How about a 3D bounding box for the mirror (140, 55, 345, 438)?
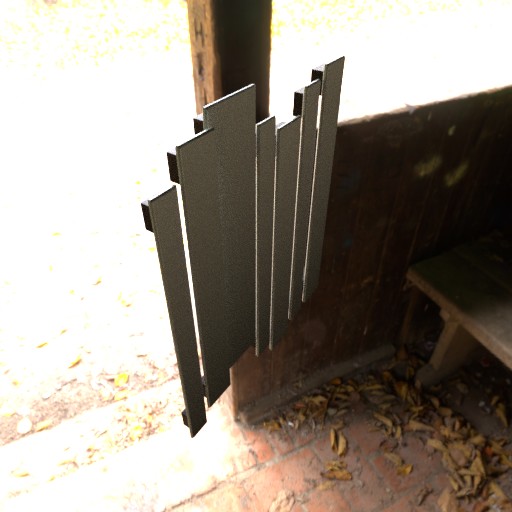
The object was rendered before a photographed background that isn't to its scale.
[{"bbox_3d":[0.000,0.000,0.800,0.058,0.611,0.445,24,45,26],"label":"mirror"}]
